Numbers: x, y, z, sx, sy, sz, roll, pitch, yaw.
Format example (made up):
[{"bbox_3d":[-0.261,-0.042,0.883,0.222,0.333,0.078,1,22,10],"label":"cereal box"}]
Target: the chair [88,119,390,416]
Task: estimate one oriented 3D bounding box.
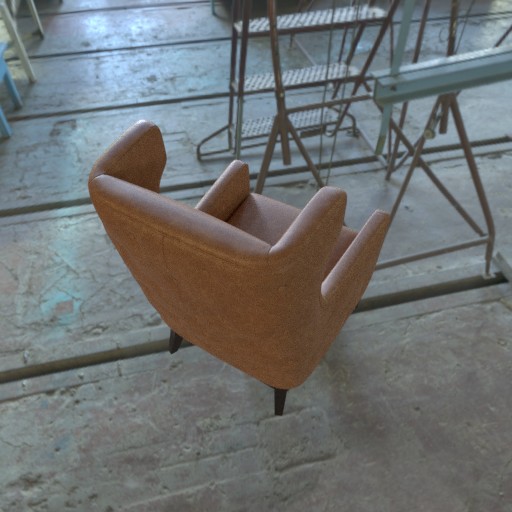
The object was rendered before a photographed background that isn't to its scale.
[{"bbox_3d":[0.000,0.000,1.693,0.766,1.079,0.899,24,52,21],"label":"chair"}]
